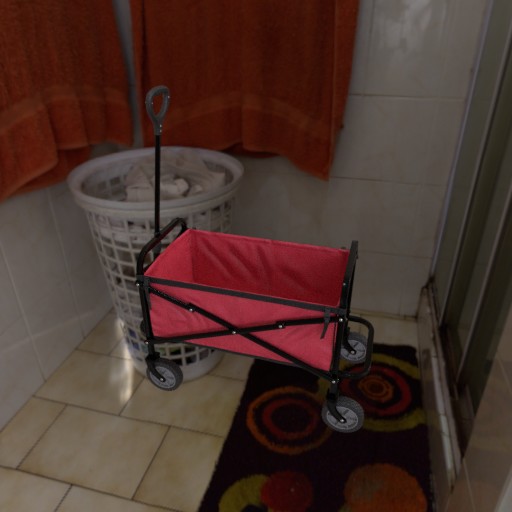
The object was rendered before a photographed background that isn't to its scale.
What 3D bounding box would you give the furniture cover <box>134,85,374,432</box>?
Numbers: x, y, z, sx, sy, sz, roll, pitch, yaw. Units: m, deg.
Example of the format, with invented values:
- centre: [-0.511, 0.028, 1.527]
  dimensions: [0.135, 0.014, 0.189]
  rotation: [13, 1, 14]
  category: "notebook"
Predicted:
- centre: [0.000, 0.000, 1.834]
  dimensions: [1.038, 1.295, 0.532]
  rotation: [8, 30, 14]
  category: "furniture cover"
